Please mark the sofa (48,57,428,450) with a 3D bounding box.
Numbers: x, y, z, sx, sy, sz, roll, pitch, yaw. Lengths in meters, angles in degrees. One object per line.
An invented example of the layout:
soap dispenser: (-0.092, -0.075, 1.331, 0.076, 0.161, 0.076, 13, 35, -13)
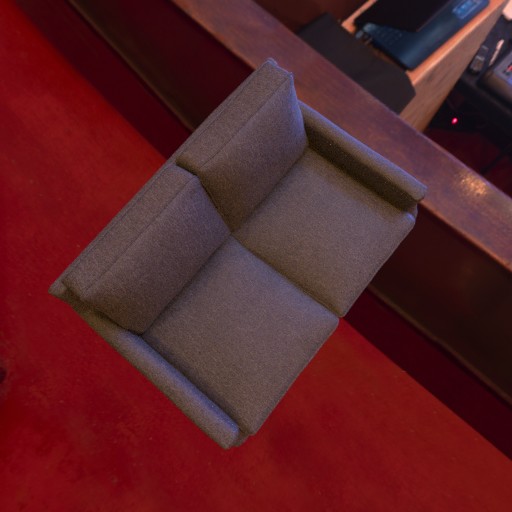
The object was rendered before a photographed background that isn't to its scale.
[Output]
sofa: (0.000, 0.000, 2.269, 1.084, 1.003, 1.597, 38, 79, 9)
